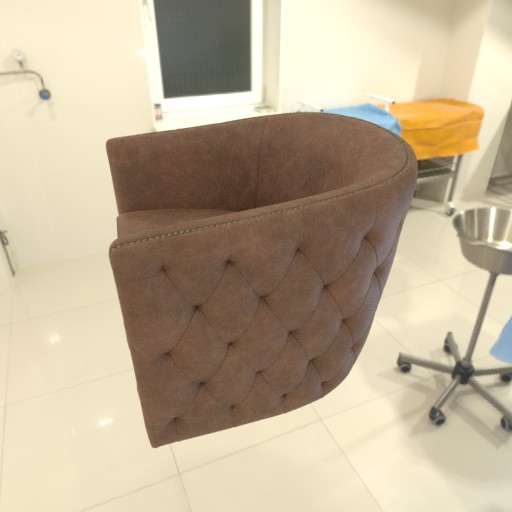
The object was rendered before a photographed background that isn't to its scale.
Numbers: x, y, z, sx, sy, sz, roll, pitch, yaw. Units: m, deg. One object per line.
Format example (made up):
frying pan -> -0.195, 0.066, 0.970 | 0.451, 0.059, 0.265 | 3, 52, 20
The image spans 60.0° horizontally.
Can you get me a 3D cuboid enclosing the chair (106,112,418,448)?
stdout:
chair -> 0.000, 0.000, 1.480 | 0.870, 0.790, 0.850 | -9, 32, -14
